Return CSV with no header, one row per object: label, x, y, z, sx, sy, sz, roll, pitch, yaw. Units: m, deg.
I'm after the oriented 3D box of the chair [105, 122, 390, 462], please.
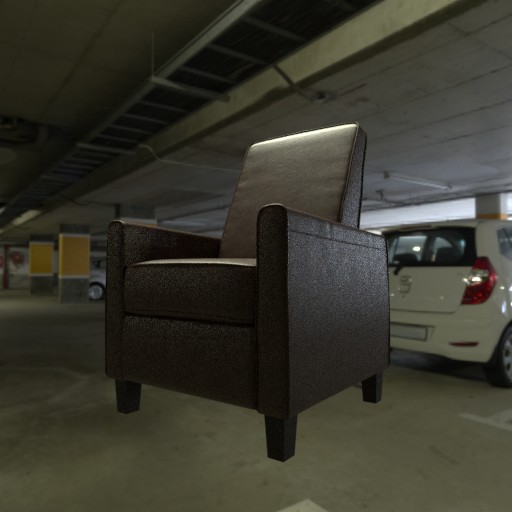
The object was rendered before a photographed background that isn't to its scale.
chair,0.000,0.000,1.524,0.705,1.013,0.746,-1,-2,36
